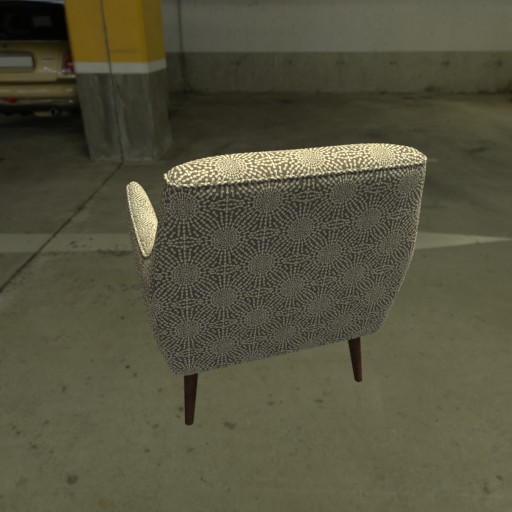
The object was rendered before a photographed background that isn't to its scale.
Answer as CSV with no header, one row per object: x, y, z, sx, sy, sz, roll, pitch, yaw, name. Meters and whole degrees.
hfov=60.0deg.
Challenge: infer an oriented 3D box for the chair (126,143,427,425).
0.000,0.000,1.458,0.762,0.838,0.787,-9,28,-17,chair
